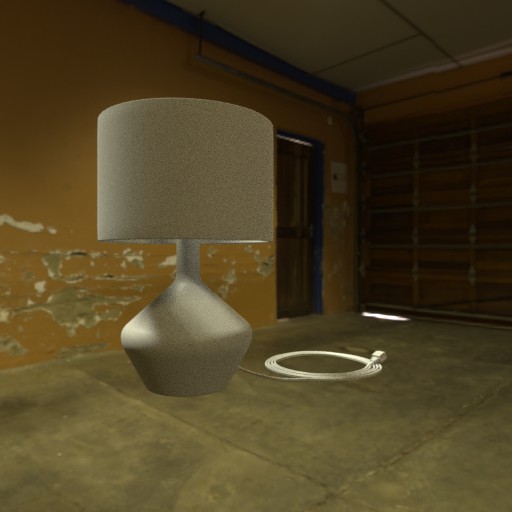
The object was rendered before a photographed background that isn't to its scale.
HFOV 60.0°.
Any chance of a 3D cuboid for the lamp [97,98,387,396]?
[{"bbox_3d":[0.000,0.000,0.837,0.546,0.457,0.401,0,0,1],"label":"lamp"}]
